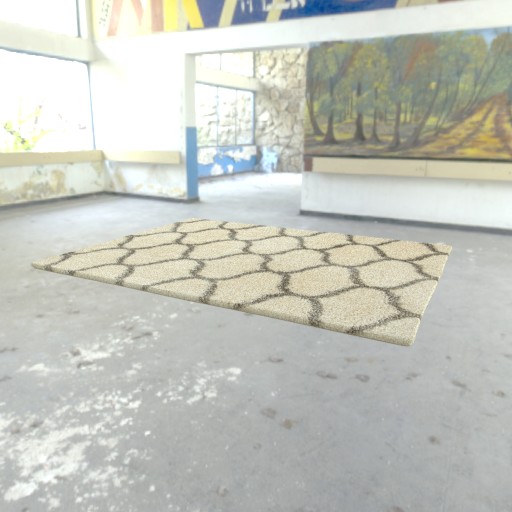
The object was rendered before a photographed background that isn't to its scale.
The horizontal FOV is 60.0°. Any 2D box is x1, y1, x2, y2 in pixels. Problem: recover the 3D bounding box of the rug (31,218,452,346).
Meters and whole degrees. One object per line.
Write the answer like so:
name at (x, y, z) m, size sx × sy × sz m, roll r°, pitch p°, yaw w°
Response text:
rug at (0.000, 0.000, 2.079) m, size 1.600 × 0.025 × 1.200 m, roll 8°, pitch 18°, yaw 27°
